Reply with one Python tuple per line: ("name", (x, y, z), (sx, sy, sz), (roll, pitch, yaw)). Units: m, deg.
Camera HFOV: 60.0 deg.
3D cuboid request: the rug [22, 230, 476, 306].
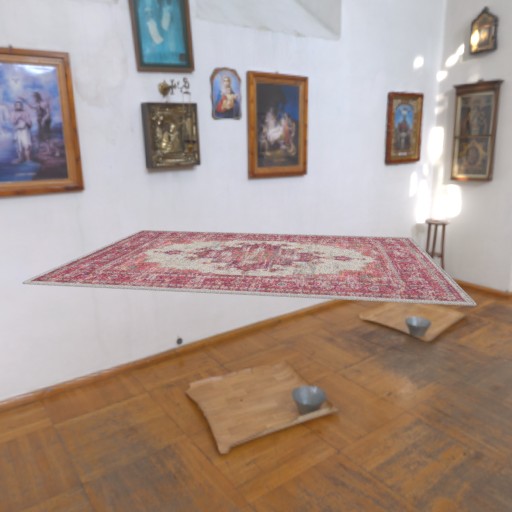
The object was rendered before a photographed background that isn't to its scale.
("rug", (0.000, 0.000, 2.884), (2.232, 0.011, 1.555), (2, 14, 8))
